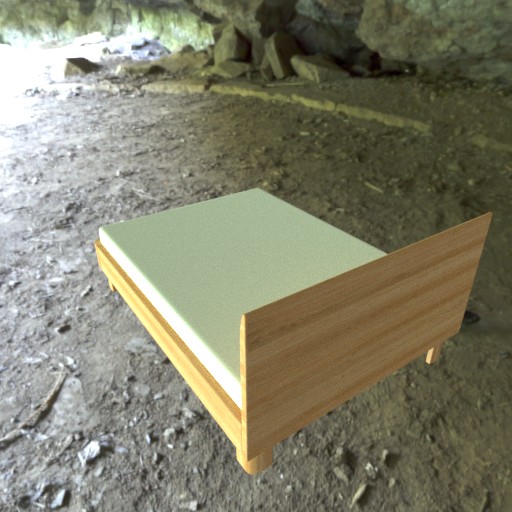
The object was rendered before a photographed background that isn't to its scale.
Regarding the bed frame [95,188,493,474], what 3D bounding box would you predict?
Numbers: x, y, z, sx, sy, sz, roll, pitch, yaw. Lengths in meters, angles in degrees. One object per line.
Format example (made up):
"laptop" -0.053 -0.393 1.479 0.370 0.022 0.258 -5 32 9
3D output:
"bed frame" 0.000 0.000 2.768 1.472 0.940 1.992 -19 34 -30
